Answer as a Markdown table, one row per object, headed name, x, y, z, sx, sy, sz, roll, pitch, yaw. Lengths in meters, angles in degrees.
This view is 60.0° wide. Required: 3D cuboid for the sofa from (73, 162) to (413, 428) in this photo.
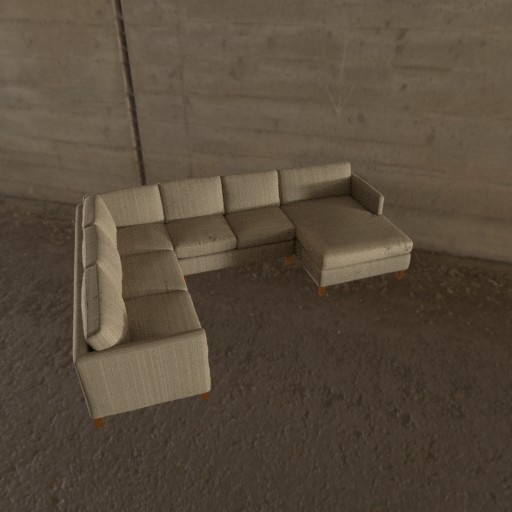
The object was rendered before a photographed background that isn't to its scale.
| name | x | y | z | sx | sy | sz | roll | pitch | yaw |
| --- | --- | --- | --- | --- | --- | --- | --- | --- | --- |
| sofa | 0.000 | 0.000 | 4.583 | 3.460 | 0.961 | 2.594 | -10 | 34 | -15 |
